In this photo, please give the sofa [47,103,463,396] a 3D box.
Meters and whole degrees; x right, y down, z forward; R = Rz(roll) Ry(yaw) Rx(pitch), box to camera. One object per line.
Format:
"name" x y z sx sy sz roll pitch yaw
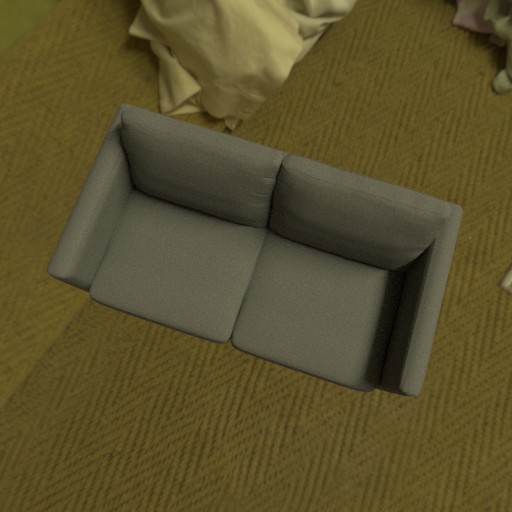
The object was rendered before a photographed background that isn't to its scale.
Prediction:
"sofa" 0.000 0.000 2.219 1.713 0.866 0.940 18 77 4
